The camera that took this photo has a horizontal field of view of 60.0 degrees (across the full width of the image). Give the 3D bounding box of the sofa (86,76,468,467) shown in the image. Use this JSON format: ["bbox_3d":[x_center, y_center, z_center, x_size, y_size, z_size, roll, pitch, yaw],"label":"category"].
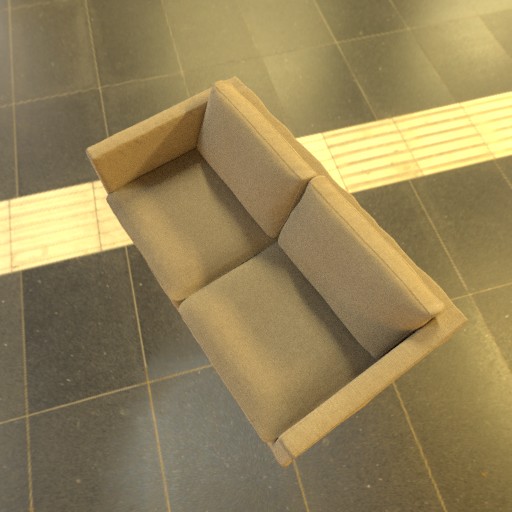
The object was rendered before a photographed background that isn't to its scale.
[{"bbox_3d":[0.000,0.000,2.272,0.956,0.828,1.766,-32,68,-15],"label":"sofa"}]
